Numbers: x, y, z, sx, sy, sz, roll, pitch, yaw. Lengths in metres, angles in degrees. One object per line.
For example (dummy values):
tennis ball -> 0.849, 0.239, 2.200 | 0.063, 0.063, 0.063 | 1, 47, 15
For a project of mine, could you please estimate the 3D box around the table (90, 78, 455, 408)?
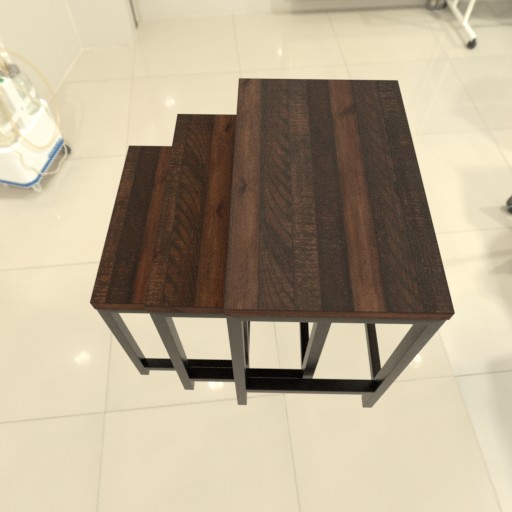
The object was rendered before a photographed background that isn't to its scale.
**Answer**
table -> 0.000, 0.000, 1.146 | 0.660, 0.616, 0.608 | 1, 57, 1
